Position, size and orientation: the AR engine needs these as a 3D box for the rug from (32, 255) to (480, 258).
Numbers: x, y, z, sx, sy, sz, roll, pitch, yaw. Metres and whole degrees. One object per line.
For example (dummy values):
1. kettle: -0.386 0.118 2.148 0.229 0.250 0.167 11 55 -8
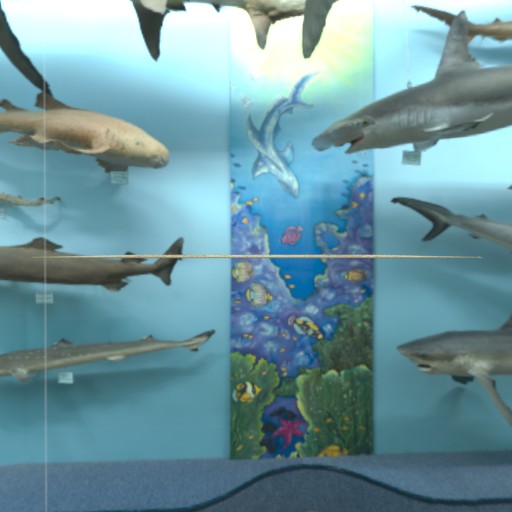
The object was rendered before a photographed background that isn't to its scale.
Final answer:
1. rug: 0.000 0.000 4.236 3.143 0.008 2.451 0 0 0
